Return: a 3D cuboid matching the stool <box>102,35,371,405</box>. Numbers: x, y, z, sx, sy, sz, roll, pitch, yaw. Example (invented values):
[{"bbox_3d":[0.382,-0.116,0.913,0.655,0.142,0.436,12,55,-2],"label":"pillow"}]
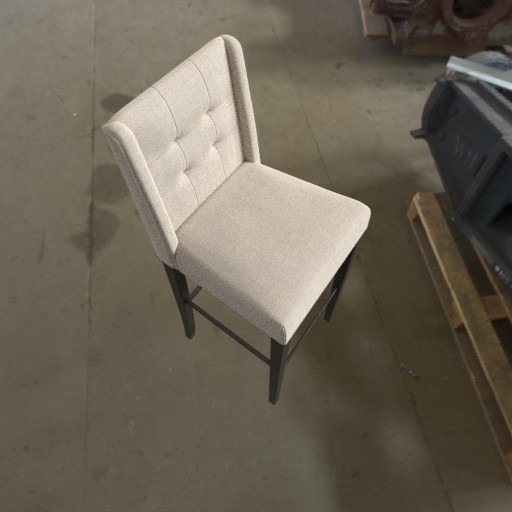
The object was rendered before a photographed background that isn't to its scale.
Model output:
[{"bbox_3d":[0.000,0.000,1.409,0.509,1.116,0.474,30,62,18],"label":"stool"}]
